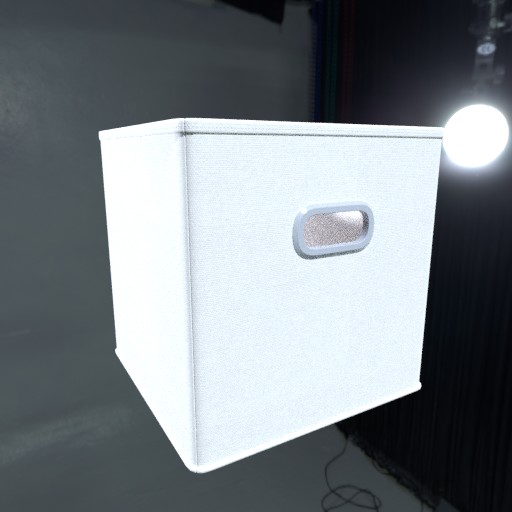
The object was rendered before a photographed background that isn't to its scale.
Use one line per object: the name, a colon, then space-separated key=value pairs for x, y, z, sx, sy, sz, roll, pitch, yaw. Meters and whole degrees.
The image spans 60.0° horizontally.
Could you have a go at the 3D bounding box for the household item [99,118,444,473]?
household item: x=0.000 y=0.000 z=0.557 sx=0.305 sy=0.305 sz=0.305 roll=-8 pitch=15 yaw=-29
